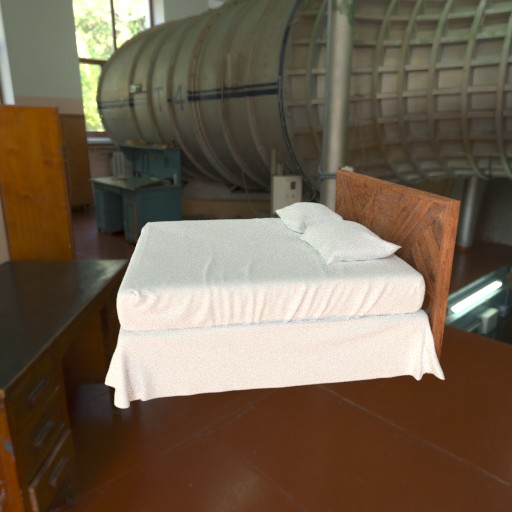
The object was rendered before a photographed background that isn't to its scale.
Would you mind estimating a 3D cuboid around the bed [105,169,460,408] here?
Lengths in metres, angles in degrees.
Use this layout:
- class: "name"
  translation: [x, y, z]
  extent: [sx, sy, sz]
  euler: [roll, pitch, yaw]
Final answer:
- class: "bed"
  translation: [0.000, 0.000, 3.566]
  extent: [2.165, 1.158, 2.255]
  euler: [-2, 16, -8]
